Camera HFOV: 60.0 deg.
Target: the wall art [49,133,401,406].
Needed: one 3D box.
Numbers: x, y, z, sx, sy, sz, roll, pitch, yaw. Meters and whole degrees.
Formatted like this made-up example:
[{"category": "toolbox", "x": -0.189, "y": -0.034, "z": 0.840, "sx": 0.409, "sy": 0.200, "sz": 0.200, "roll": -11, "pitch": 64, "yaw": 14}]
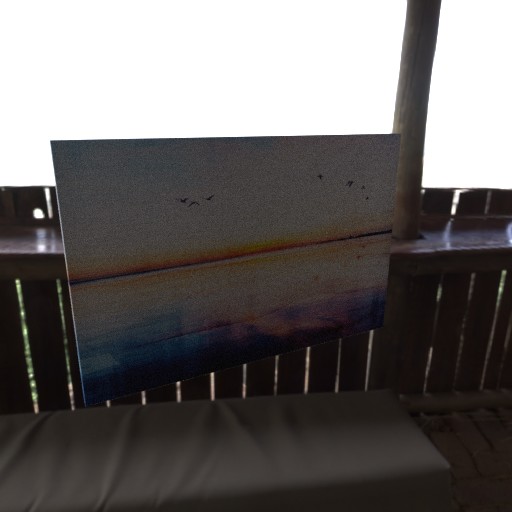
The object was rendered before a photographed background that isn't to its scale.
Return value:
[{"category": "wall art", "x": 0.000, "y": 0.000, "z": 1.447, "sx": 1.137, "sy": 0.756, "sz": 0.034, "roll": -9, "pitch": 19, "yaw": -26}]
